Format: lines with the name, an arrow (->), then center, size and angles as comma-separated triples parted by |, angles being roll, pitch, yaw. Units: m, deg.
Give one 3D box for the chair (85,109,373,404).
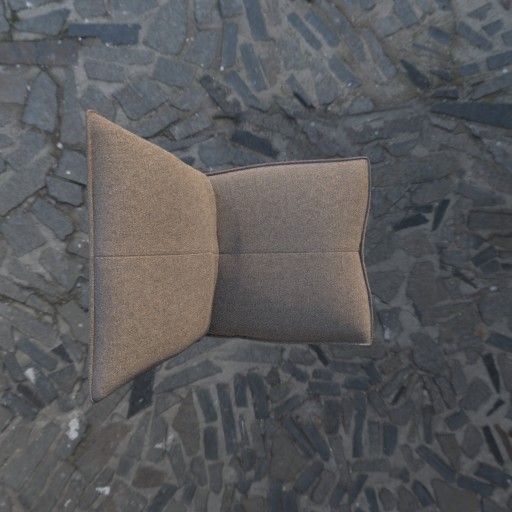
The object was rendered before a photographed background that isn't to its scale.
chair -> 0.000, 0.000, 1.282 | 0.696, 0.811, 0.597 | 0, 91, 1
